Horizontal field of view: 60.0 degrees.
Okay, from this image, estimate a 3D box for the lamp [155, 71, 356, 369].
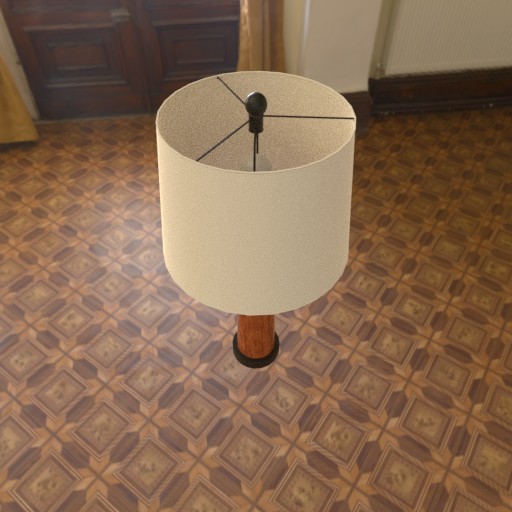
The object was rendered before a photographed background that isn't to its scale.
[{"bbox_3d":[0.000,0.000,0.869,0.349,0.667,0.349,0,46,0],"label":"lamp"}]
